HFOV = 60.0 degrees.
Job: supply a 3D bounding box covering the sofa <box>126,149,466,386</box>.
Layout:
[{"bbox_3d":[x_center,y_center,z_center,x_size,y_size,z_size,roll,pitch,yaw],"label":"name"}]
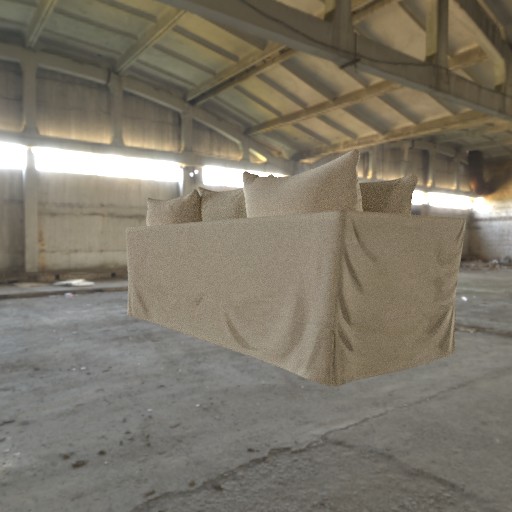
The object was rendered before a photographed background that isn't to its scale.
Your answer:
[{"bbox_3d":[0.000,0.000,3.100,1.030,1.042,2.484,-1,2,-37],"label":"sofa"}]
